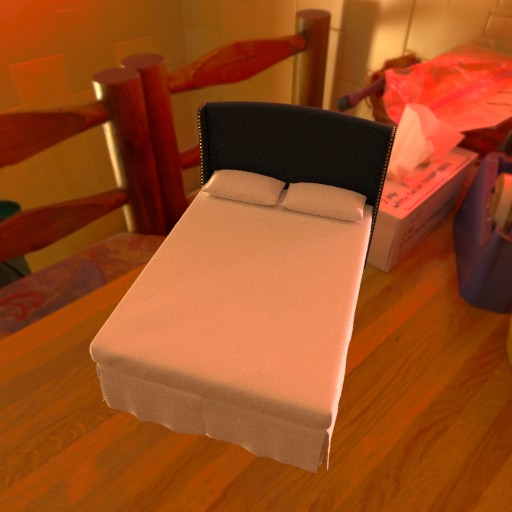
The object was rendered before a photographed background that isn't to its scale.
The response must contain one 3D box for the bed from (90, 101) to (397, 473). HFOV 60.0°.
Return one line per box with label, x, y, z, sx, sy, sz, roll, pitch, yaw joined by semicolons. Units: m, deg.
bed;0.000;0.000;3.232;1.604;1.402;2.223;12;44;13
